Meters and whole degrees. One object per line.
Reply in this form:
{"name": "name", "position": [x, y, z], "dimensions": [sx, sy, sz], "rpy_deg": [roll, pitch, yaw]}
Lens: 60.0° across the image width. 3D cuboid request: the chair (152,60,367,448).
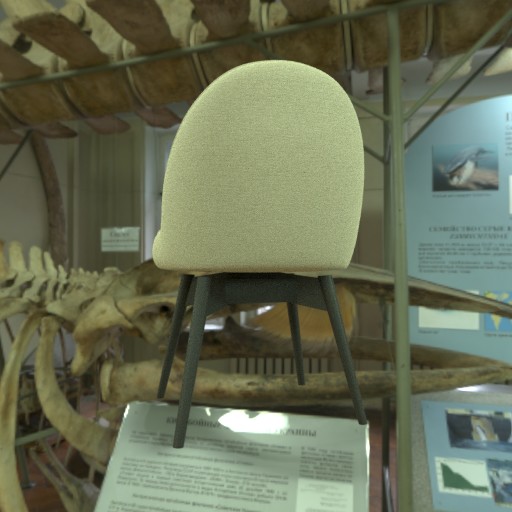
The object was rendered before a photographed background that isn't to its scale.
{"name": "chair", "position": [0.000, 0.000, 1.193], "dimensions": [0.532, 0.838, 0.540], "rpy_deg": [0, -1, -18]}
